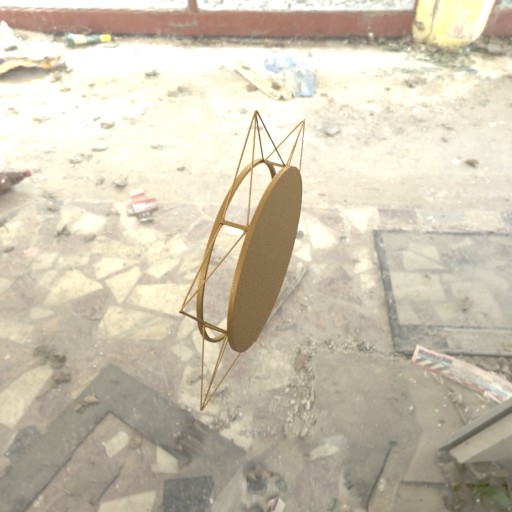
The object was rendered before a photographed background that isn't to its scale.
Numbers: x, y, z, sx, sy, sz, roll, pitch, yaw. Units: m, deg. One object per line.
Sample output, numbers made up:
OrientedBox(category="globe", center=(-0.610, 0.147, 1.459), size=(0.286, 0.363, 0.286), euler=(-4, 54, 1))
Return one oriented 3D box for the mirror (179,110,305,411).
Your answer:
OrientedBox(category="mirror", center=(0.000, 0.000, 0.814), size=(0.062, 0.581, 0.498), euler=(17, 49, 15))
